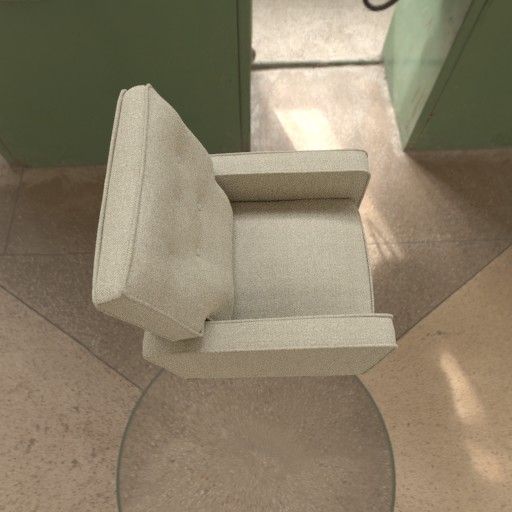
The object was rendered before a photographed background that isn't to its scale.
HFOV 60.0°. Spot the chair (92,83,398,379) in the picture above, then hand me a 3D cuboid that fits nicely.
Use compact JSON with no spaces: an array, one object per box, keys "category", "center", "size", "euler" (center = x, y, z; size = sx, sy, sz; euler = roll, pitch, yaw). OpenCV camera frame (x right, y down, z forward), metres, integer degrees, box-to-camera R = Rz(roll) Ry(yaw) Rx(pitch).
[{"category":"chair","center":[0.000,0.000,1.379],"size":[0.754,0.888,0.648],"euler":[-1,65,-1]}]
